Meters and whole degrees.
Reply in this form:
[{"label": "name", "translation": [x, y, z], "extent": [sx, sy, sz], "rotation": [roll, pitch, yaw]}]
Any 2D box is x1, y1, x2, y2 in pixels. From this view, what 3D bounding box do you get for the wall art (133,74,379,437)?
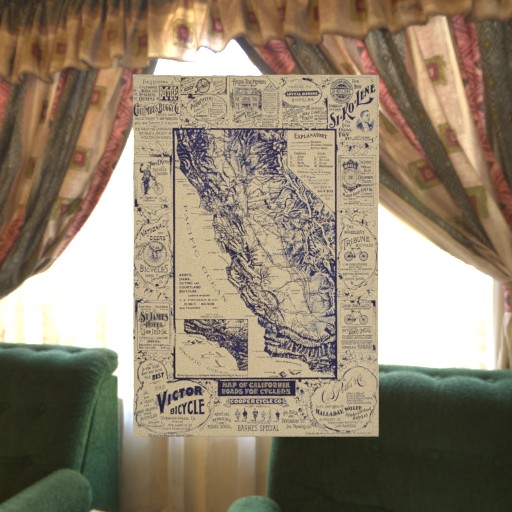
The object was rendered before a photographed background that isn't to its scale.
[{"label": "wall art", "translation": [0.000, 0.000, 0.755], "extent": [0.408, 0.601, 0.040], "rotation": [0, 0, 0]}]
